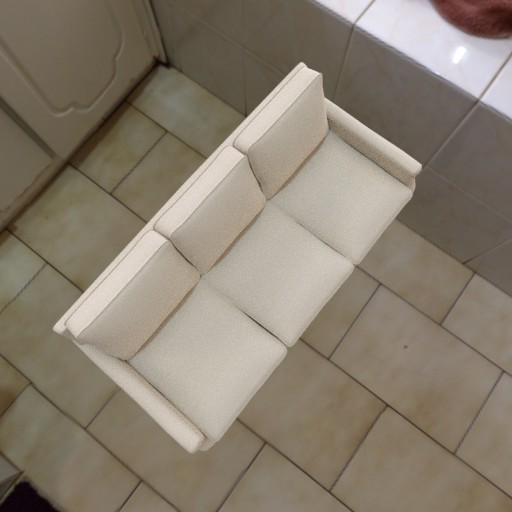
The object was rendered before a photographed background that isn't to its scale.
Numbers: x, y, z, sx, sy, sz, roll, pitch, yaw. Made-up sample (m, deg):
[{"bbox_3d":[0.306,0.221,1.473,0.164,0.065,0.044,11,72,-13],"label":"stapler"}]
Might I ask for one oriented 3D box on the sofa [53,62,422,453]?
[{"bbox_3d":[0.000,0.000,2.830,1.084,1.003,2.246,39,79,9],"label":"sofa"}]
